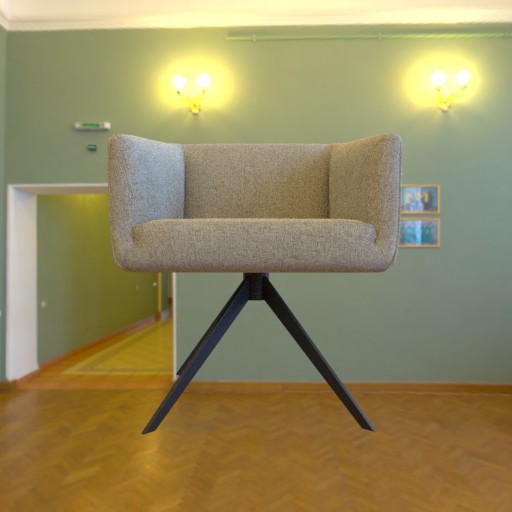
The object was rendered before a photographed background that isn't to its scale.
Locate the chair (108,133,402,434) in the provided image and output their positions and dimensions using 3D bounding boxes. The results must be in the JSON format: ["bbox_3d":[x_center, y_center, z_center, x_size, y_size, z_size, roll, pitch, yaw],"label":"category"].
[{"bbox_3d":[0.000,0.000,1.202,0.628,0.760,0.623,0,-1,1],"label":"chair"}]
